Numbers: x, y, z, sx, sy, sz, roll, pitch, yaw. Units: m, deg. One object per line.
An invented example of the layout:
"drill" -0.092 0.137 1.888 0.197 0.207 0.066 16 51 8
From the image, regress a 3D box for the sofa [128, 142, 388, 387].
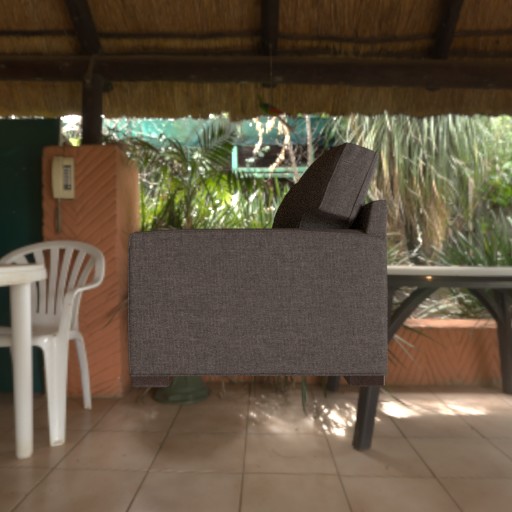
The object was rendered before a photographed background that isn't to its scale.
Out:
"sofa" 0.000 0.000 2.855 1.004 0.978 2.369 0 1 0
